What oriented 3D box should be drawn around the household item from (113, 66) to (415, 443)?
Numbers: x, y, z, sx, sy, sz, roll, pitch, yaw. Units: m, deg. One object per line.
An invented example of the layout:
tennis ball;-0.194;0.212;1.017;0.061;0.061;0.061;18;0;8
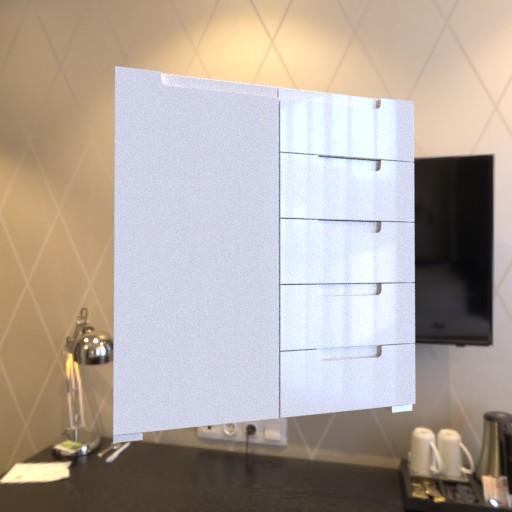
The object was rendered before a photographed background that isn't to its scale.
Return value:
household item;0.000;0.000;1.327;0.800;0.870;0.420;0;-1;-16
